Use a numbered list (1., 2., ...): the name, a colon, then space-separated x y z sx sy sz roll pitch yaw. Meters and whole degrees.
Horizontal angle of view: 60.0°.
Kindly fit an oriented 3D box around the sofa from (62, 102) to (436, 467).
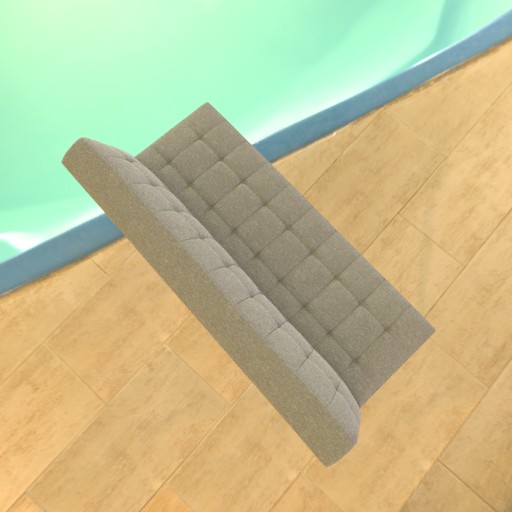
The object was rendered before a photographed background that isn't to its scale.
1. sofa: 0.000 0.000 2.287 0.860 0.810 1.800 -41 79 -10
